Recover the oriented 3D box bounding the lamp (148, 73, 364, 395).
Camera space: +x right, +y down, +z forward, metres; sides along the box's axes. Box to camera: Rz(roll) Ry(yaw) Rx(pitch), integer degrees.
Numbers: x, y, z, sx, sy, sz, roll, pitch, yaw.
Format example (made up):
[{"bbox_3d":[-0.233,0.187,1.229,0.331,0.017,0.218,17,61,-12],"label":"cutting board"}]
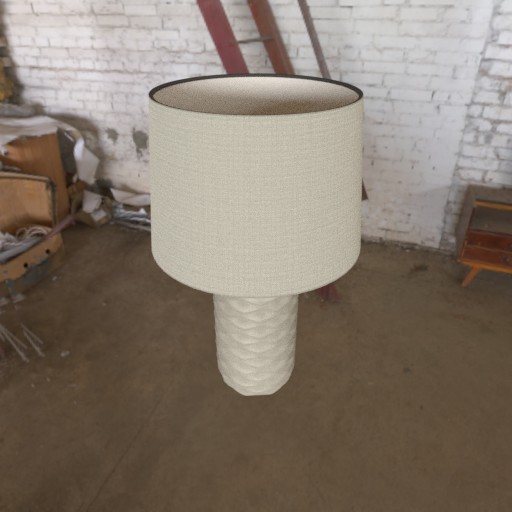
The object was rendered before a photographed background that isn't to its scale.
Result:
[{"bbox_3d":[0.000,0.000,0.833,0.376,0.594,0.376,0,31,0],"label":"lamp"}]
